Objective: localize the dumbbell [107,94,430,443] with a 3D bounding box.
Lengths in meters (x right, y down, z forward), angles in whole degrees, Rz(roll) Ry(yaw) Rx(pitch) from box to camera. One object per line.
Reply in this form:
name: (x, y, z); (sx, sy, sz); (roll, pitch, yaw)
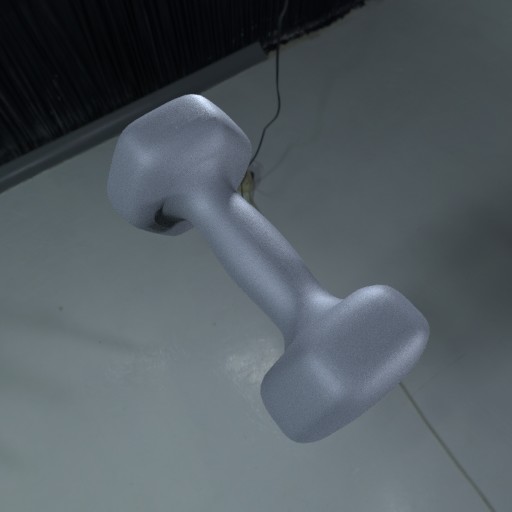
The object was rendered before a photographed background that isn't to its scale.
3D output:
dumbbell: (0.000, 0.000, 0.305); (0.116, 0.105, 0.240); (-34, 69, -15)
